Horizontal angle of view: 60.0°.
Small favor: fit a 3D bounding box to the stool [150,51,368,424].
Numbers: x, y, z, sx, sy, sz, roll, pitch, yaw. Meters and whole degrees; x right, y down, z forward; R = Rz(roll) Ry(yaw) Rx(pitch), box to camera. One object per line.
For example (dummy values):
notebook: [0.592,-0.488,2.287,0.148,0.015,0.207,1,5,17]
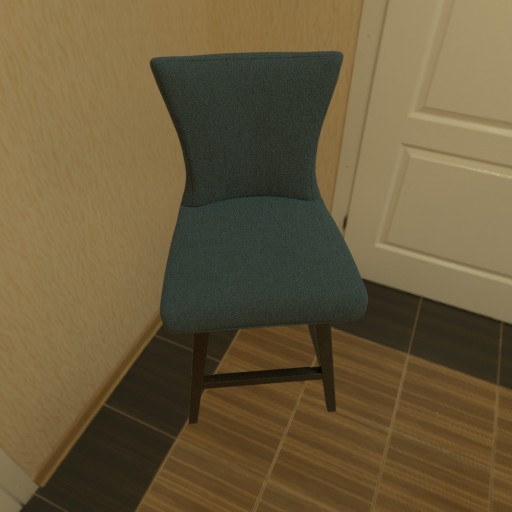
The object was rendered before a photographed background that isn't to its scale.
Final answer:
stool: [0.000,0.000,1.325,0.514,1.000,0.574,-4,45,-4]
